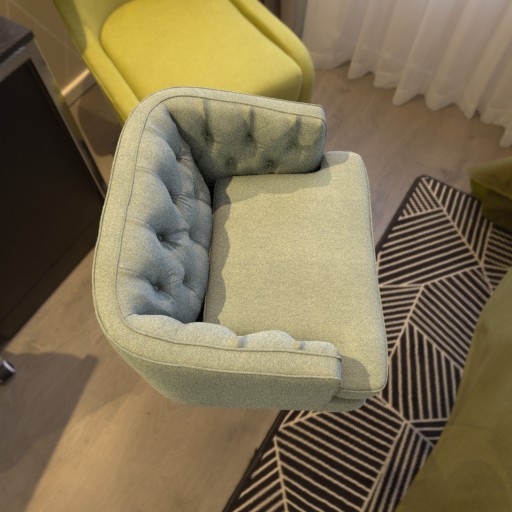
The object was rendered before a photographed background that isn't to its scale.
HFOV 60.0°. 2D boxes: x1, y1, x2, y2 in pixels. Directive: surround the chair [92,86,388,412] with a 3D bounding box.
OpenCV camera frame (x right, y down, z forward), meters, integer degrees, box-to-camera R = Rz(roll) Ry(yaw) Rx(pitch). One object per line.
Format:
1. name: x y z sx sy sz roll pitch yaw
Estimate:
1. chair: 0.000 0.000 1.746 0.945 0.852 1.094 1 63 1
